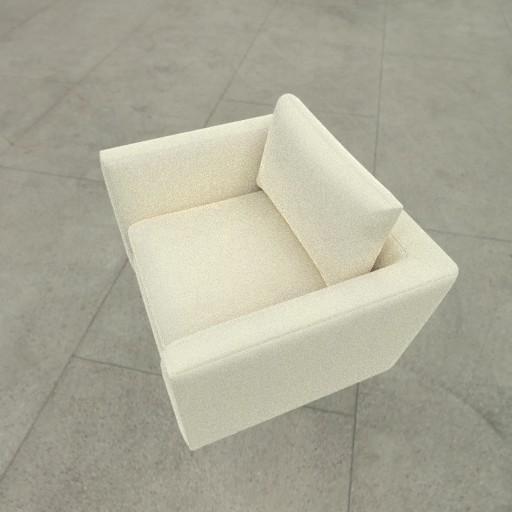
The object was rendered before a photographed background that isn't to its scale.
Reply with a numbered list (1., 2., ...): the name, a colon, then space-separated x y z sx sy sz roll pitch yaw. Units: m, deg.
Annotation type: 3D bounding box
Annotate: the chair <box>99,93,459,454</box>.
1. chair: 0.000 0.000 1.661 0.889 0.865 1.041 -17 49 -15
